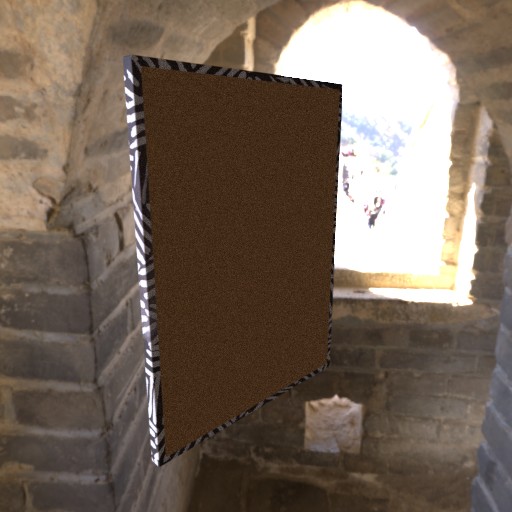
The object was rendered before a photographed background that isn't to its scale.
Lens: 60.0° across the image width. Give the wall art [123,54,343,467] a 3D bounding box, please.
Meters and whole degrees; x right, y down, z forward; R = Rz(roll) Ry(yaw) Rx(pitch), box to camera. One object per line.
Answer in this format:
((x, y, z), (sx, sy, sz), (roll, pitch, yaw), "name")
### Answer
((0.000, 0.000, 1.320), (0.765, 1.017, 0.038), (-15, 21, -43), "wall art")
